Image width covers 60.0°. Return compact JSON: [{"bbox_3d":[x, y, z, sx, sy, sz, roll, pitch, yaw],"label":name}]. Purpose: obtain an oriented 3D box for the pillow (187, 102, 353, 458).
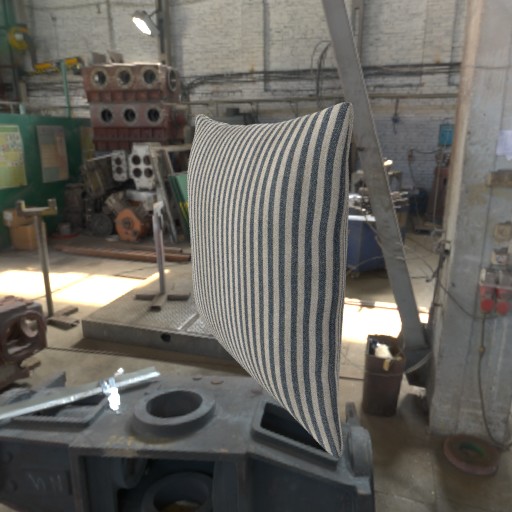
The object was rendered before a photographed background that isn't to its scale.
[{"bbox_3d":[0.000,0.000,0.813,0.166,0.510,0.523,-8,18,-26],"label":"pillow"}]
